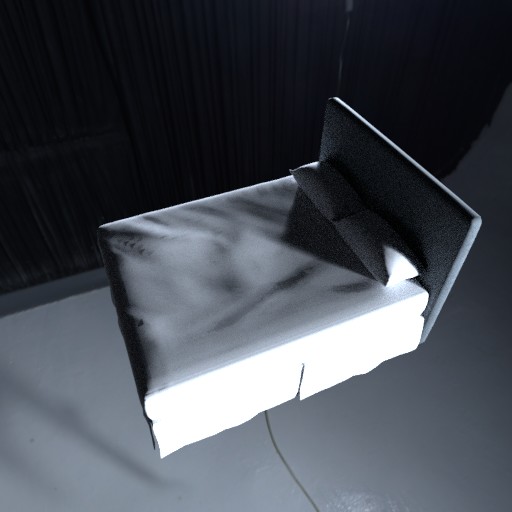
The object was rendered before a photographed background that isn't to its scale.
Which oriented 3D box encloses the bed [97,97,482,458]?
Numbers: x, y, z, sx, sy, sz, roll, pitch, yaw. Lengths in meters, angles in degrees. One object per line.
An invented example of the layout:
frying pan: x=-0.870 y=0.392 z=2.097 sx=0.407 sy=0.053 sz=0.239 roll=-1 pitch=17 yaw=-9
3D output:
bed: x=0.000 y=0.000 z=3.211 sx=2.142 sy=1.330 sz=1.713 roll=-17 pitch=48 yaw=-16
